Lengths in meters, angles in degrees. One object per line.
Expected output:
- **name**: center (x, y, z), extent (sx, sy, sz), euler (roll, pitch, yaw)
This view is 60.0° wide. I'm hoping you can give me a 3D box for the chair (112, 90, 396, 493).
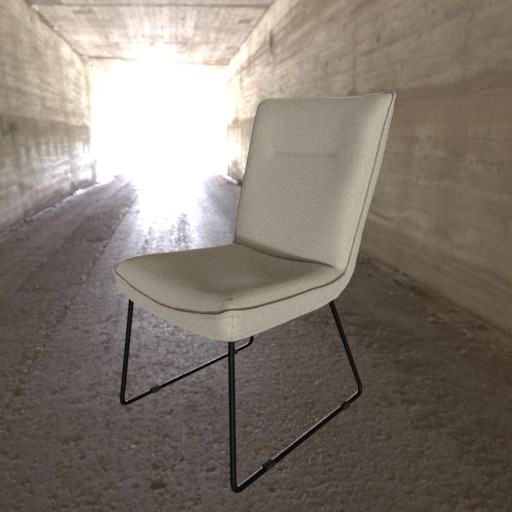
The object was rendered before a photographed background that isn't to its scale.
- **chair**: center (0.000, 0.000, 1.305), extent (0.515, 0.930, 0.688), euler (15, 21, 41)
